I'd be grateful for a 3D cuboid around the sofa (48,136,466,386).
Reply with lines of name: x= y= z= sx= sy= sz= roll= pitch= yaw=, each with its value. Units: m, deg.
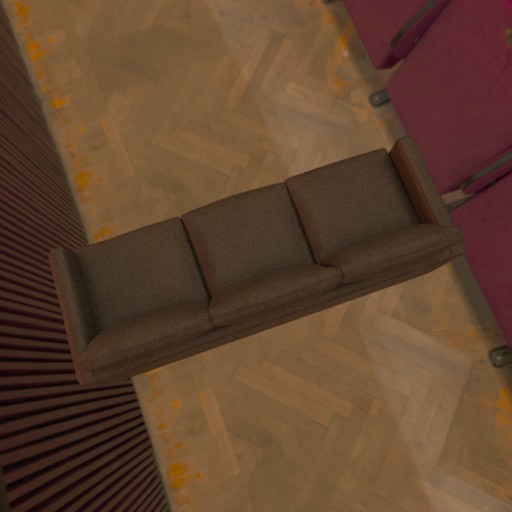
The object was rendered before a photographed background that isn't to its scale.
sofa: x=0.000 y=0.000 z=2.404 sx=2.029 sy=0.805 sz=0.748 roll=-19 pitch=77 yaw=-5
